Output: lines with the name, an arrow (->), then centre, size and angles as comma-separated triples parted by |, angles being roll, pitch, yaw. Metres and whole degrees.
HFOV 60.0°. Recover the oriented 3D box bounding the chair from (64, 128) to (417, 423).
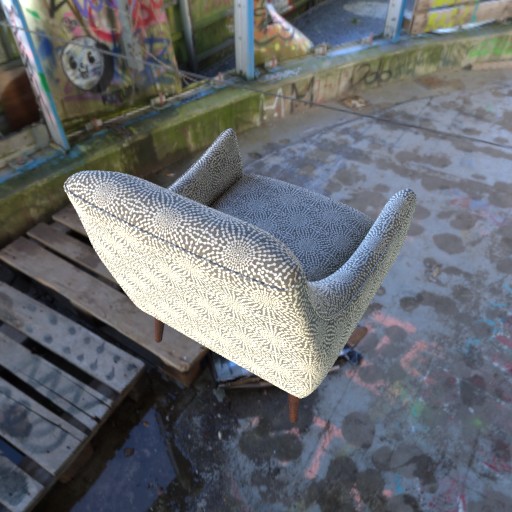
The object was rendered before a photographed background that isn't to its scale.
chair -> 0.000, 0.000, 1.431 | 0.762, 0.838, 0.787 | 24, 50, 22
